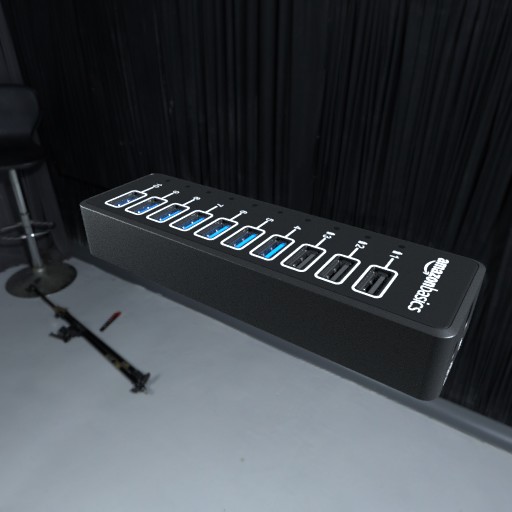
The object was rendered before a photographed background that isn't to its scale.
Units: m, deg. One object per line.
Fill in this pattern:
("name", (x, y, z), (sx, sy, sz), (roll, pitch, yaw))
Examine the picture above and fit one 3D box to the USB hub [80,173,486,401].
("USB hub", (0.000, 0.000, 0.162), (0.145, 0.023, 0.044), (19, 36, 29))
